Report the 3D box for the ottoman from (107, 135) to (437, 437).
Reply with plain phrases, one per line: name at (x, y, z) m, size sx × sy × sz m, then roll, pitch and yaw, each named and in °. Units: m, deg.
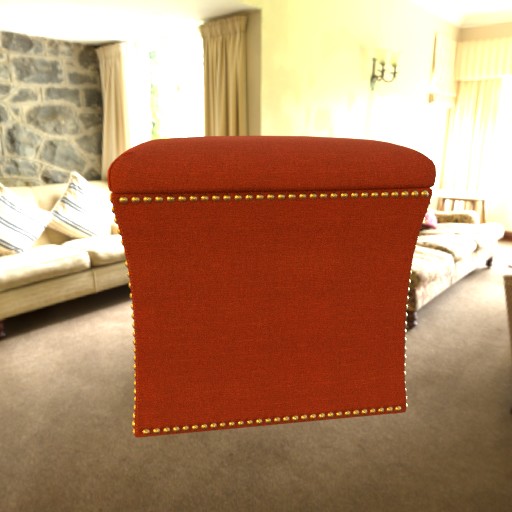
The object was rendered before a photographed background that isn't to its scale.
ottoman at (0.000, 0.000, 0.906) m, size 0.497 × 0.475 × 0.507 m, roll -2°, pitch 15°, yaw -8°
